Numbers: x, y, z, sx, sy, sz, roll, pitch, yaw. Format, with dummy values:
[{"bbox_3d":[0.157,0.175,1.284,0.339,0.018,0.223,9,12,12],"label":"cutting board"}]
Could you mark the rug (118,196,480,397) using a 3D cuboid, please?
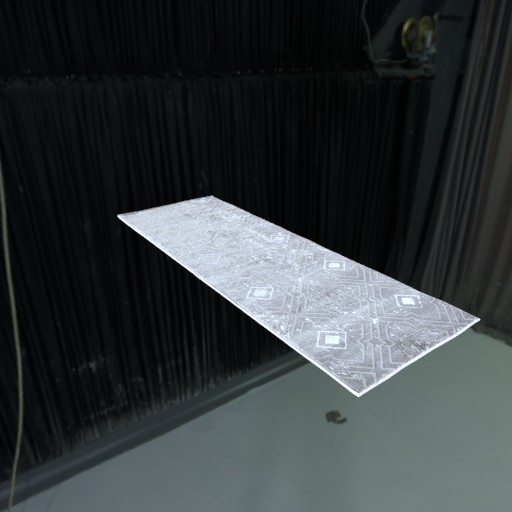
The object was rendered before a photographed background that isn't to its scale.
[{"bbox_3d":[0.000,0.000,2.697,0.832,0.035,2.381,-17,30,-33],"label":"rug"}]
